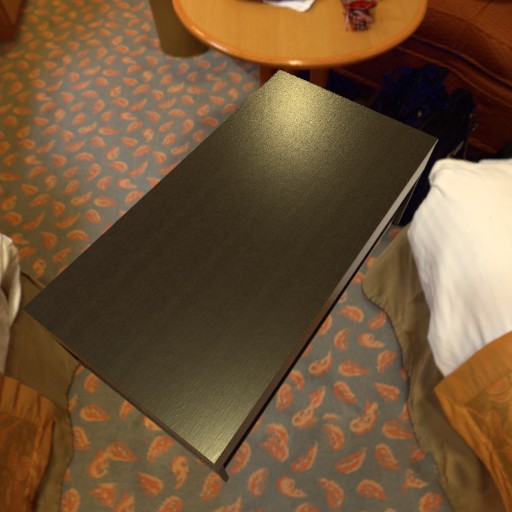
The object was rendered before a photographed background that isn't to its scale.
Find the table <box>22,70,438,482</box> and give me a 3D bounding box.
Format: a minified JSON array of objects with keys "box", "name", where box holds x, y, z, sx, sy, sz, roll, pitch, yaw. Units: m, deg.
[{"box":[0.000,0.000,1.373,0.574,0.435,1.095,31,63,18],"name":"table"}]
